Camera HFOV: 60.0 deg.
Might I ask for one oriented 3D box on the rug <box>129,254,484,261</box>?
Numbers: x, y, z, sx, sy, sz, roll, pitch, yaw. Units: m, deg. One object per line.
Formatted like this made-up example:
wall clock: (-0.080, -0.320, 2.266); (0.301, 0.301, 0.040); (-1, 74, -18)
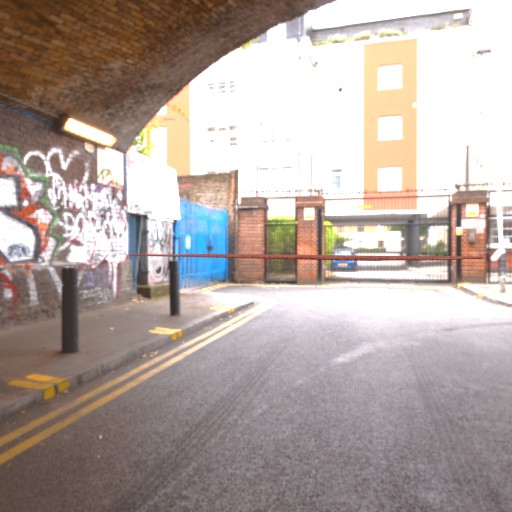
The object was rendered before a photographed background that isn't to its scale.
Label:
rug: (0.000, 0.000, 2.580); (0.687, 0.012, 2.307); (0, 1, -36)
